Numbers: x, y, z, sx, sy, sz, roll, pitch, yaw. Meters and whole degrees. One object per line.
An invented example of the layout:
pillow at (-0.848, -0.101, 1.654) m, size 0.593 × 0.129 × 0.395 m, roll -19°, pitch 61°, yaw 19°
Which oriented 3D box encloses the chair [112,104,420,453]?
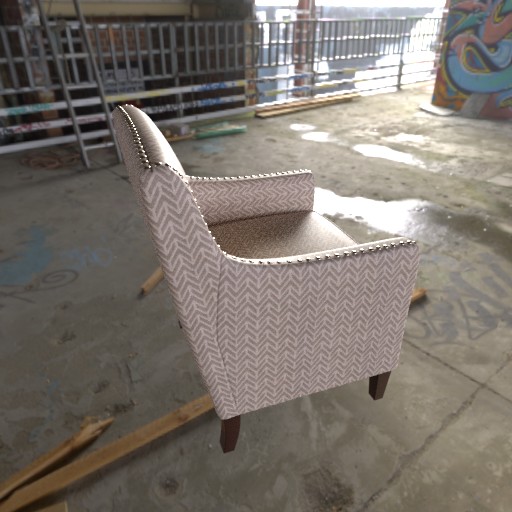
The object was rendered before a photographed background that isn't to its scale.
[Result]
chair at (0.000, 0.000, 1.291) m, size 0.651 × 0.816 × 0.623 m, roll -10°, pitch 31°, yaw -17°
